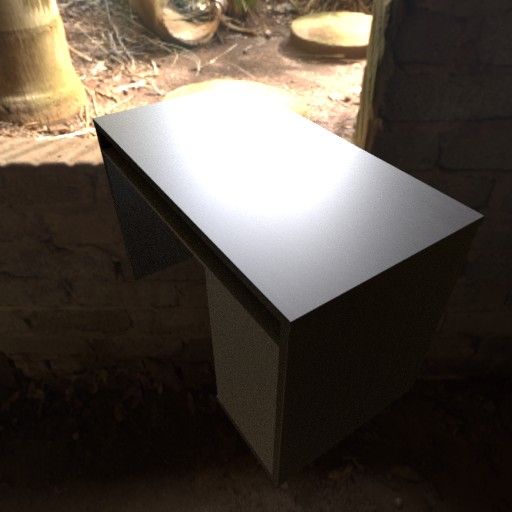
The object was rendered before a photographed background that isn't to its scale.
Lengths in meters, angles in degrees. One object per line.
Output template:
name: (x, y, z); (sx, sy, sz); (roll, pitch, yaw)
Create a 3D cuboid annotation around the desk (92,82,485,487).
desk: (0.000, 0.000, 1.540); (0.600, 0.750, 1.100); (-24, 46, -25)
